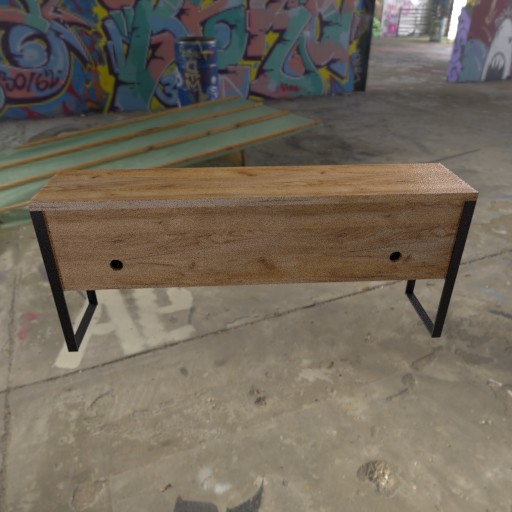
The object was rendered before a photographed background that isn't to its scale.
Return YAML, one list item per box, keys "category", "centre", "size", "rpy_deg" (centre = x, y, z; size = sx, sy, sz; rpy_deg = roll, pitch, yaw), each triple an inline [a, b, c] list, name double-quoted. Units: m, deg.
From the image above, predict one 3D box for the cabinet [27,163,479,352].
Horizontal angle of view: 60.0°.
- category: "cabinet"
  centre: [0.000, 0.000, 2.124]
  size: [1.800, 0.762, 0.395]
  rpy_deg: [-2, 30, -3]
